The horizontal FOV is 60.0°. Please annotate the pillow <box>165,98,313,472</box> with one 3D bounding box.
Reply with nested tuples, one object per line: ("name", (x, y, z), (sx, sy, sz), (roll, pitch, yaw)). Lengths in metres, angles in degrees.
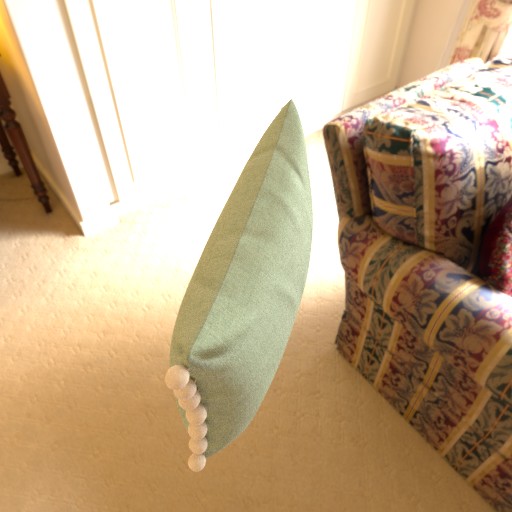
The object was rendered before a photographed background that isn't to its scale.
("pillow", (0.000, 0.000, 0.841), (0.201, 0.322, 0.709), (10, 46, 10))
